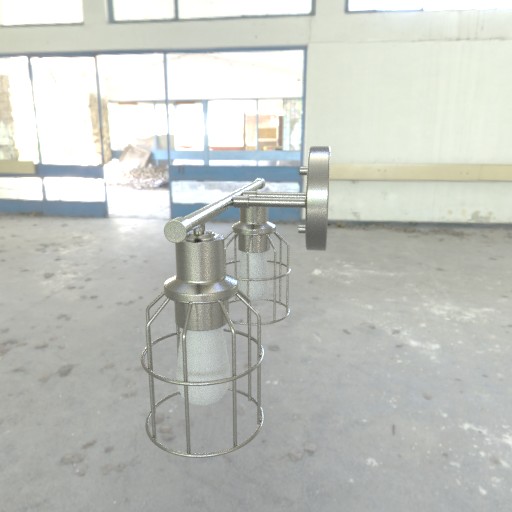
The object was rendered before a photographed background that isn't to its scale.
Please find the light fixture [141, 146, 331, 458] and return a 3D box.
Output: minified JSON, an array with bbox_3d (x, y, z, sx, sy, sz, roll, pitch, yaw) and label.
[{"bbox_3d":[0.000,0.000,0.528,0.165,0.254,0.406,2,14,9],"label":"light fixture"}]
